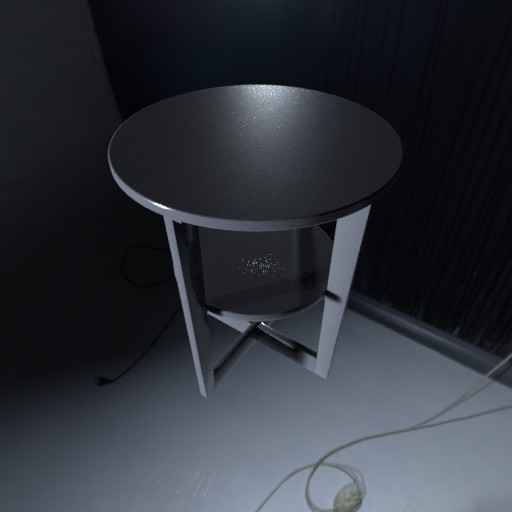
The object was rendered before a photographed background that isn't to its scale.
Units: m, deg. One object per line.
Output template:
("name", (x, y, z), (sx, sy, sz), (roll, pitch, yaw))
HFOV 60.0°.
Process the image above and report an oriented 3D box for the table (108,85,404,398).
("table", (0.000, 0.000, 0.950), (0.500, 0.550, 0.500), (0, 41, 0))
